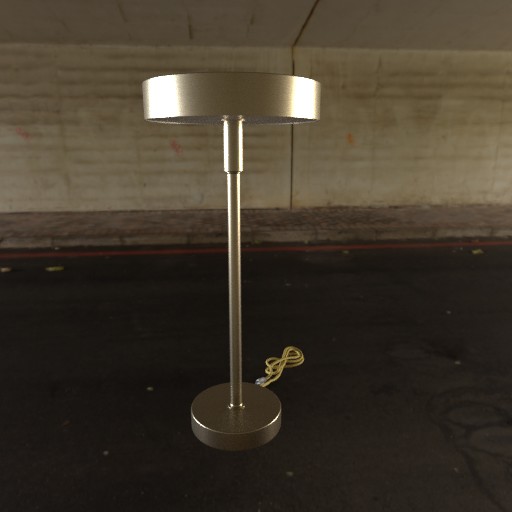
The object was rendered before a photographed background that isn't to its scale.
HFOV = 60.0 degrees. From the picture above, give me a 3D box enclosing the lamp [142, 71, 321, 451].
[{"bbox_3d":[0.000,0.000,0.700,0.229,0.508,0.369,7,16,25],"label":"lamp"}]
